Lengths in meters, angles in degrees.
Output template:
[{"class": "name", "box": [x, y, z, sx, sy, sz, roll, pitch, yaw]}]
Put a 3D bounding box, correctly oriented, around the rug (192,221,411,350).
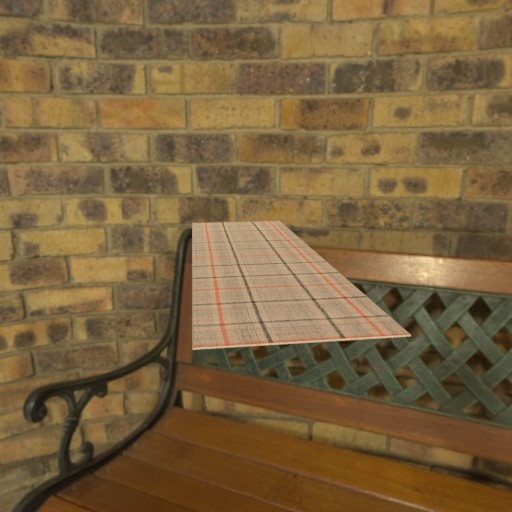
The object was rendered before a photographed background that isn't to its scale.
[{"class": "rug", "box": [0.000, 0.000, 2.680, 0.762, 0.008, 2.439, -2, 14, -8]}]
